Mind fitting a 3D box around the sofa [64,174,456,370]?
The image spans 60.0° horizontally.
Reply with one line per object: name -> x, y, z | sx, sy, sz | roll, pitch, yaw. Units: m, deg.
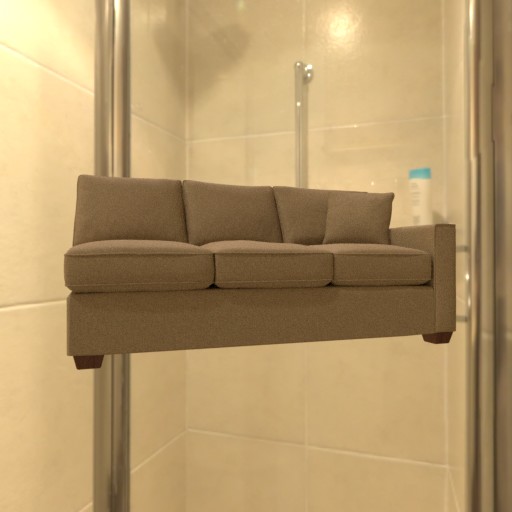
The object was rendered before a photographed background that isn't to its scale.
sofa -> 0.000, 0.000, 2.530 | 1.963, 0.946, 1.034 | 0, -1, -18
